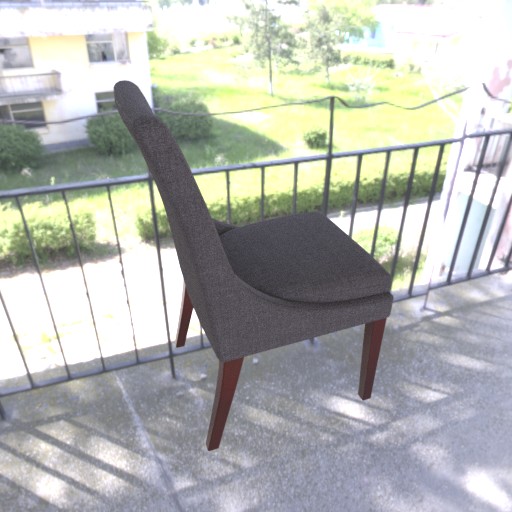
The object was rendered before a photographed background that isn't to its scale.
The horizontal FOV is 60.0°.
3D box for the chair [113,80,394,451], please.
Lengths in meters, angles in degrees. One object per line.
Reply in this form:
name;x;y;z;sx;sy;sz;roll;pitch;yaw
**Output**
chair;0.000;0.000;1.311;0.655;0.952;0.508;-11;33;-17
